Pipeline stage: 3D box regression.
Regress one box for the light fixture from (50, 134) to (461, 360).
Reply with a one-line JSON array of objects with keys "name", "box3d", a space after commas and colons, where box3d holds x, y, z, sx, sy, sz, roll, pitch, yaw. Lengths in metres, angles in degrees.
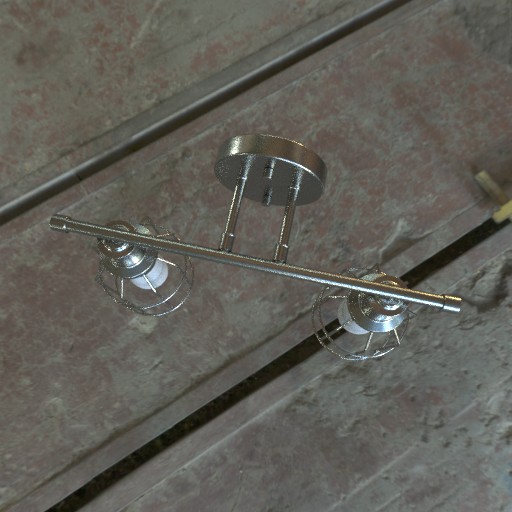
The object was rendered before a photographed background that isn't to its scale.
[{"name": "light fixture", "box3d": [0.000, 0.000, 0.510, 0.406, 0.254, 0.165, 12, 75, 3]}]
